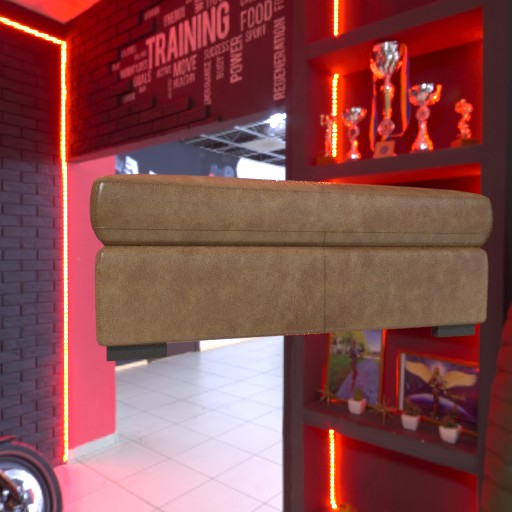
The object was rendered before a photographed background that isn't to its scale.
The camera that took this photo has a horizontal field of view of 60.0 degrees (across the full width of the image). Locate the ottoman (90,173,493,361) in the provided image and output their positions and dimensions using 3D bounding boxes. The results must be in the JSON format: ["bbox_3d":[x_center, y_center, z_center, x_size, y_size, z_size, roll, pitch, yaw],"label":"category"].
[{"bbox_3d":[0.000,0.000,1.731,1.168,0.483,1.169,0,1,-18],"label":"ottoman"}]
